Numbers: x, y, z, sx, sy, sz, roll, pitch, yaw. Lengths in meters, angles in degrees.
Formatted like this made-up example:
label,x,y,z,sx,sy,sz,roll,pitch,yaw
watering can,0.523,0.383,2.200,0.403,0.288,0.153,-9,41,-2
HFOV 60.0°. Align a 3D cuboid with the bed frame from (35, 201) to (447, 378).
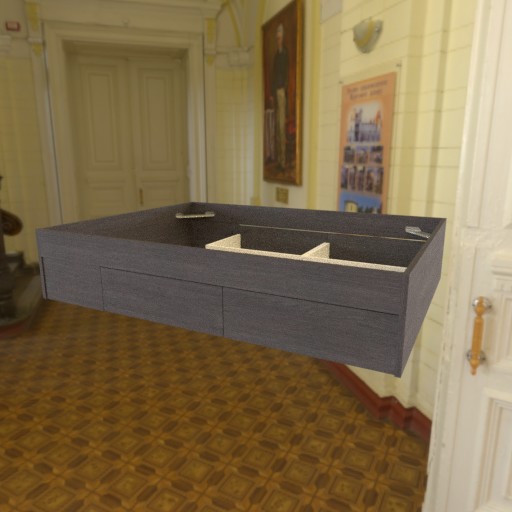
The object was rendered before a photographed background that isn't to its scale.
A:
label,x,y,z,sx,sy,sz,roll,pitch,yaw
bed frame,0.000,0.000,2.637,1.944,0.459,1.448,7,15,27
